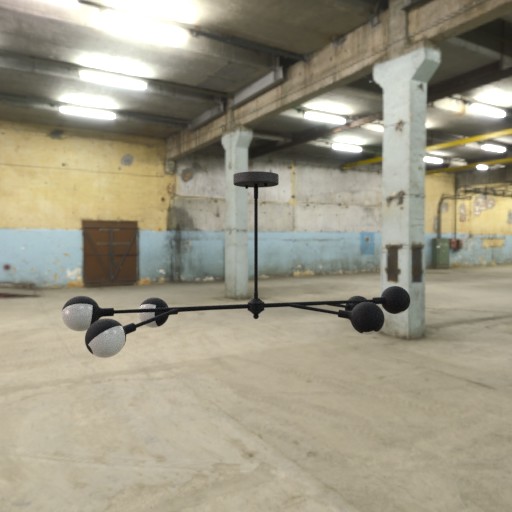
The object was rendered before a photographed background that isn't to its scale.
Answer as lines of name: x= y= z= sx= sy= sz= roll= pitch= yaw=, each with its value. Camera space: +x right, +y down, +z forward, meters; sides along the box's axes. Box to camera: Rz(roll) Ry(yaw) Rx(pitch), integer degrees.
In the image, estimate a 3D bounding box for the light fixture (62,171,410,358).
light fixture: x=0.000 y=0.000 z=0.996 sx=0.778 sy=0.362 sz=0.434 roll=0 pitch=1 yaw=-2
